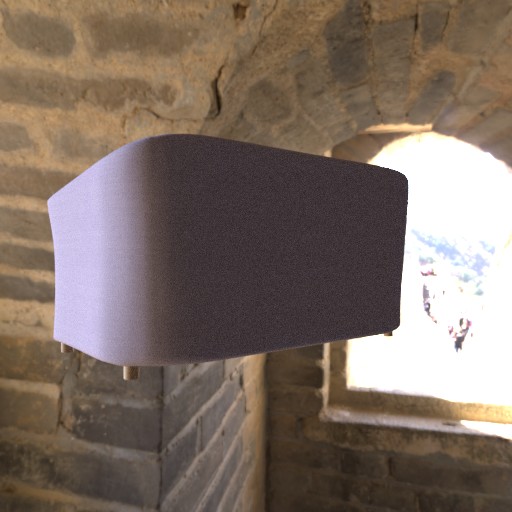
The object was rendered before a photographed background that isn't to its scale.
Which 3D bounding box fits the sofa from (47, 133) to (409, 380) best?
[{"bbox_3d":[0.000,0.000,1.815,1.452,0.721,0.705,0,0,-35],"label":"sofa"}]
